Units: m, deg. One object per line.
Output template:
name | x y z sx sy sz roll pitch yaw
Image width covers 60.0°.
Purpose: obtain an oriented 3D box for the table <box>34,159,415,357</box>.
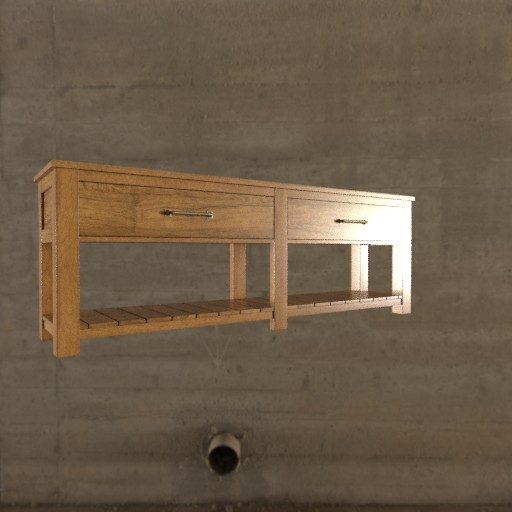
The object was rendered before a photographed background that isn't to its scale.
table | 0.000 0.000 2.072 1.815 0.635 0.425 -1 1 -34
